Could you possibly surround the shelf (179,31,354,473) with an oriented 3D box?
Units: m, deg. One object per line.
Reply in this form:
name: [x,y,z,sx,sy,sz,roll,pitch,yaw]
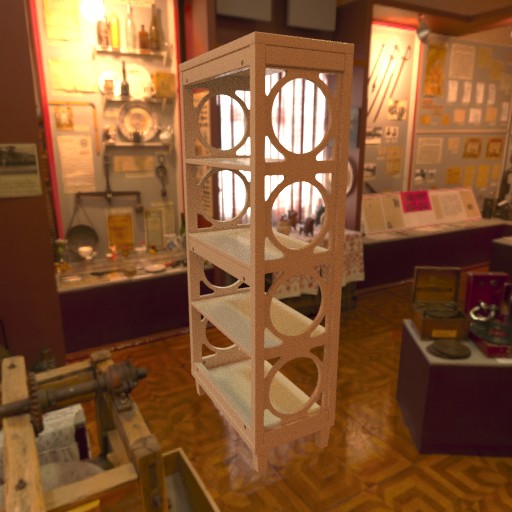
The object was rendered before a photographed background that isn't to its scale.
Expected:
shelf: [0.000,0.000,1.688,0.340,1.411,0.611,-8,17,-28]
